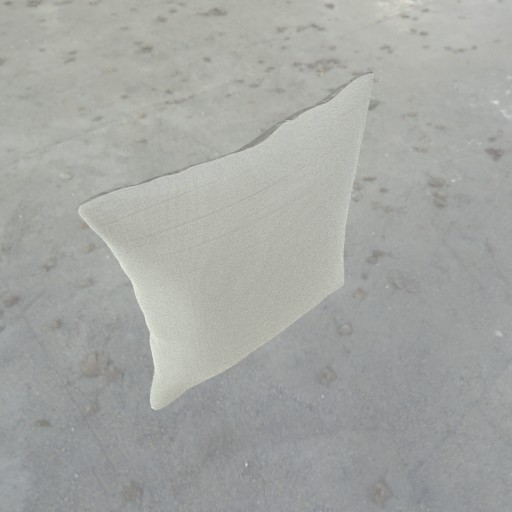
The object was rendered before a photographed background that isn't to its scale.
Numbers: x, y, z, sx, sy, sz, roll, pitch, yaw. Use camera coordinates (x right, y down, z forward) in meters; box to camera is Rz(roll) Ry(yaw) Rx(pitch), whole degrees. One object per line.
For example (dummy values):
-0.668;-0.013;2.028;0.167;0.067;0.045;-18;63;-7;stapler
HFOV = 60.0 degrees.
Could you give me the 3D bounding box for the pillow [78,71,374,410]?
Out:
0.000;0.000;0.712;0.470;0.464;0.175;-31;54;-26;pillow
